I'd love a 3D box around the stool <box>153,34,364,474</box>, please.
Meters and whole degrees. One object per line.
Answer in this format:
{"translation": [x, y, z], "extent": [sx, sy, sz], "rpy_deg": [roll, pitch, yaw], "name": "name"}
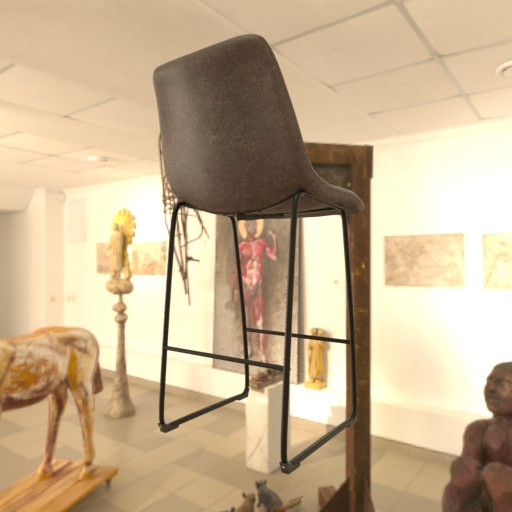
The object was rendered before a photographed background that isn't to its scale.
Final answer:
{"translation": [0.000, 0.000, 1.376], "extent": [0.514, 1.082, 0.561], "rpy_deg": [0, 0, 36], "name": "stool"}
